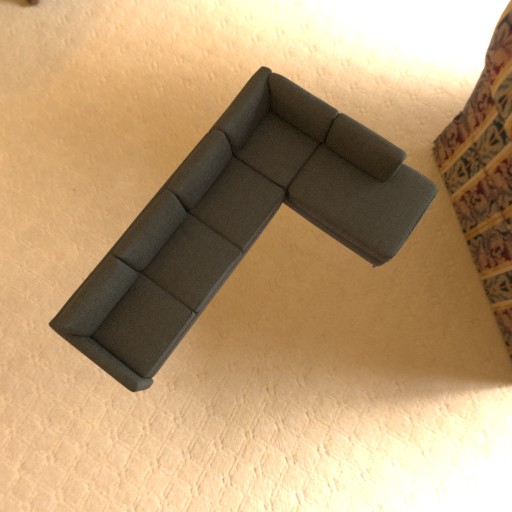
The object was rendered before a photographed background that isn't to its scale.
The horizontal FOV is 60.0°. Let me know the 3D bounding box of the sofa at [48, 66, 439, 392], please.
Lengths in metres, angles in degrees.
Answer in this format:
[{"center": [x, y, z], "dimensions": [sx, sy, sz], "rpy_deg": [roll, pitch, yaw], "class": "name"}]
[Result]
[{"center": [0.000, 0.000, 3.856], "dimensions": [1.984, 0.858, 2.972], "rpy_deg": [35, 79, 8], "class": "sofa"}]
